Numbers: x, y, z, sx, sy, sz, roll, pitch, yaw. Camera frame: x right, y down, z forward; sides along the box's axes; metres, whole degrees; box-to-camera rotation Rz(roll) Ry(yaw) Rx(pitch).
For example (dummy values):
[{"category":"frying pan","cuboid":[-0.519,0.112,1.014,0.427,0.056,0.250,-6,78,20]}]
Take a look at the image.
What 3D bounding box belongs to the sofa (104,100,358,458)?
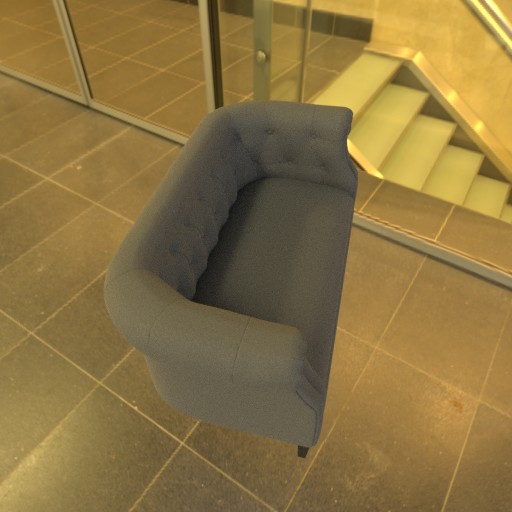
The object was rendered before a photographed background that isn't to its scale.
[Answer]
[{"category":"sofa","cuboid":[0.000,0.000,2.048,0.835,0.827,1.558,10,47,10]}]
